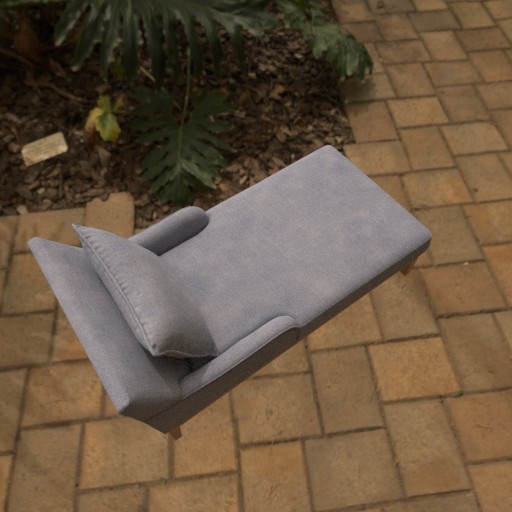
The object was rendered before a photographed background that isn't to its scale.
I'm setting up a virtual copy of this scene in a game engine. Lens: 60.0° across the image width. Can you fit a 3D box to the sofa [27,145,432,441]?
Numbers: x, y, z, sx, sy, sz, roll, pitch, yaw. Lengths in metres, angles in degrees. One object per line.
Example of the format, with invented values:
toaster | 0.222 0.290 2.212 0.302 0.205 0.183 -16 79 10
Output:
sofa | 0.000 0.000 2.287 1.779 0.883 0.904 -31 63 -18
